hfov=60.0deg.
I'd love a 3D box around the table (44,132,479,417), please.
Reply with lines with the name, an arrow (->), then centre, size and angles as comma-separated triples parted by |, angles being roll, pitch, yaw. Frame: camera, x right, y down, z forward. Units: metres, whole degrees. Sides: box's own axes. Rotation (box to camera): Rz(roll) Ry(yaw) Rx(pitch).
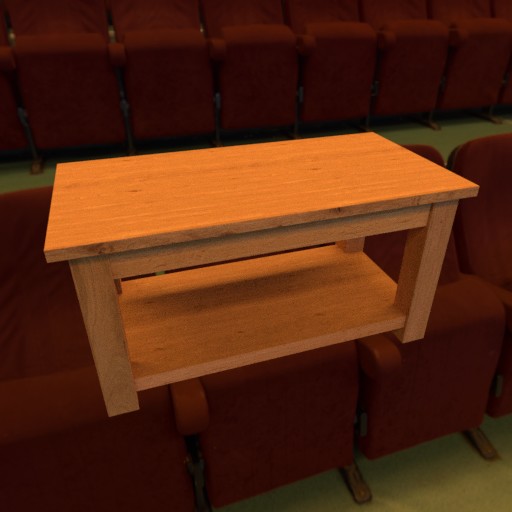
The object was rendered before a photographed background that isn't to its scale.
table -> 0.000, 0.000, 1.164 | 0.899, 0.452, 0.450 | -10, 33, -16
